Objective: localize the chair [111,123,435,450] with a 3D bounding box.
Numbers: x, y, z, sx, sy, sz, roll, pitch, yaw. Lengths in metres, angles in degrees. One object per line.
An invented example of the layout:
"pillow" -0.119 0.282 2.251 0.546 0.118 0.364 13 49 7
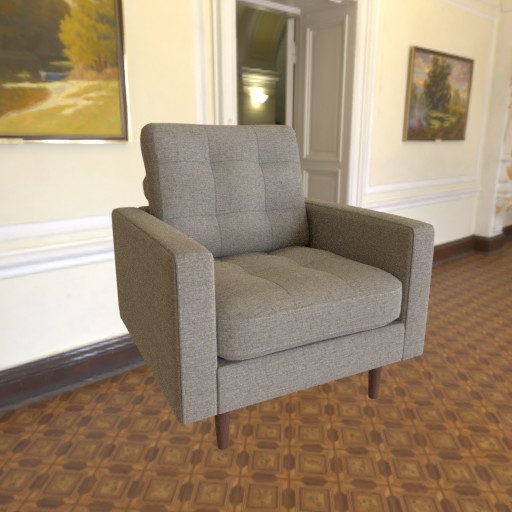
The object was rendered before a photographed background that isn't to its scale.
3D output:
"chair" 0.000 0.000 1.514 0.821 0.880 0.843 -7 16 -26
